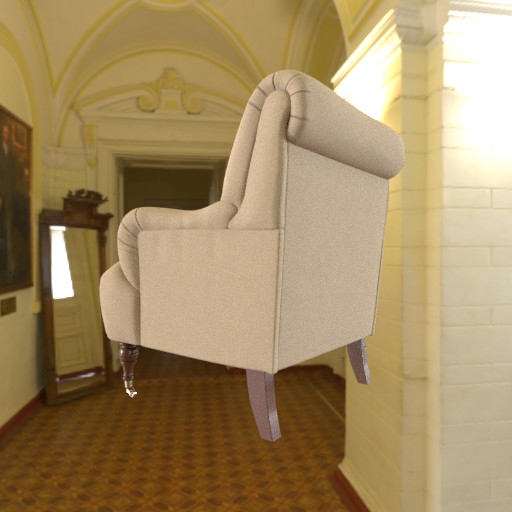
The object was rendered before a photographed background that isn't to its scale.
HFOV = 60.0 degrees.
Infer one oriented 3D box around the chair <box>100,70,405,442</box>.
[{"bbox_3d":[0.000,0.000,1.560,0.842,0.942,0.766,0,0,36],"label":"chair"}]
